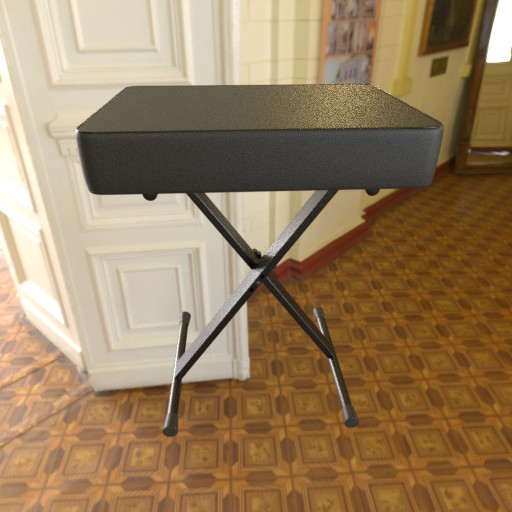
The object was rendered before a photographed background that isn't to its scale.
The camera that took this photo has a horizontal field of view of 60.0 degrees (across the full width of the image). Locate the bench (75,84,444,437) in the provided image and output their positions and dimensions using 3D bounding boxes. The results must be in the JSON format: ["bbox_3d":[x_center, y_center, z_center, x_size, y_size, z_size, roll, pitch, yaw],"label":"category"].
[{"bbox_3d":[0.000,0.000,0.751,0.424,0.500,0.321,-2,30,-3],"label":"bench"}]
